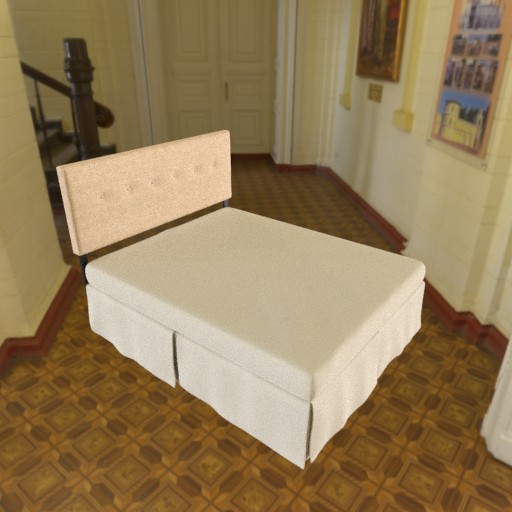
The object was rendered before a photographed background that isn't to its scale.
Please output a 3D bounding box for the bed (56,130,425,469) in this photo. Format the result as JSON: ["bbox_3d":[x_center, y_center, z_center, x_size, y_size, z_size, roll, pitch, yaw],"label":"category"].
[{"bbox_3d":[0.000,0.000,3.075,1.978,1.270,1.643,19,32,34],"label":"bed"}]
